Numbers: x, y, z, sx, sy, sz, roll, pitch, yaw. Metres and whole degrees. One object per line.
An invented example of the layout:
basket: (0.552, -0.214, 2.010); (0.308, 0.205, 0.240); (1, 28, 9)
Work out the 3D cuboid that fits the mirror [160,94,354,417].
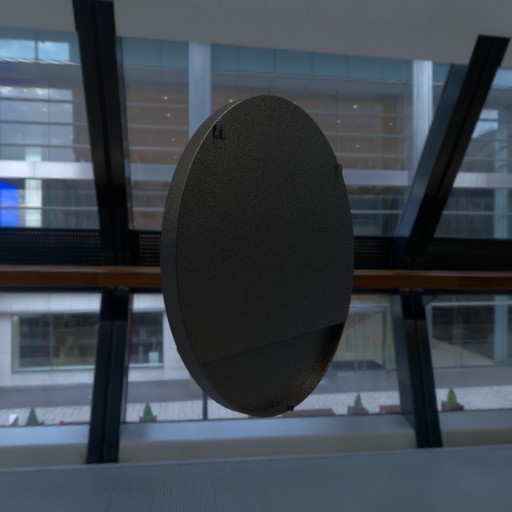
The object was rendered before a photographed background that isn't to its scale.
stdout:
mirror: (0.000, 0.000, 0.690); (0.133, 0.457, 0.457); (0, 0, 36)
